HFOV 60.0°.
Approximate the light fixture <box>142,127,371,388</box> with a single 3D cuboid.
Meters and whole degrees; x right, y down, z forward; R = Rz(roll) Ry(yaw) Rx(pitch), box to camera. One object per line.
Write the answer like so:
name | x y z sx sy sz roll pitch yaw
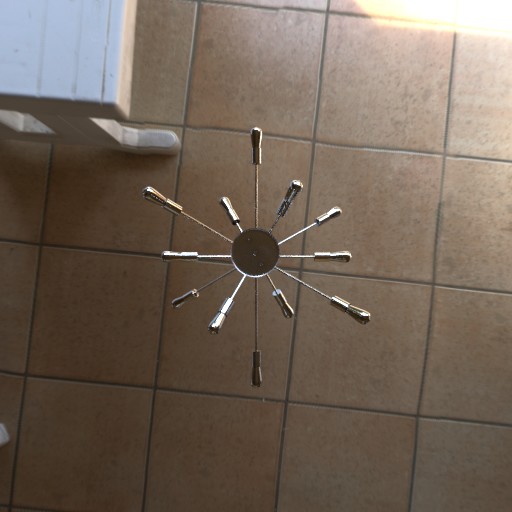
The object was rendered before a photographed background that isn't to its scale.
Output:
light fixture | 0.000 0.000 1.058 0.509 0.558 0.684 0 89 0
